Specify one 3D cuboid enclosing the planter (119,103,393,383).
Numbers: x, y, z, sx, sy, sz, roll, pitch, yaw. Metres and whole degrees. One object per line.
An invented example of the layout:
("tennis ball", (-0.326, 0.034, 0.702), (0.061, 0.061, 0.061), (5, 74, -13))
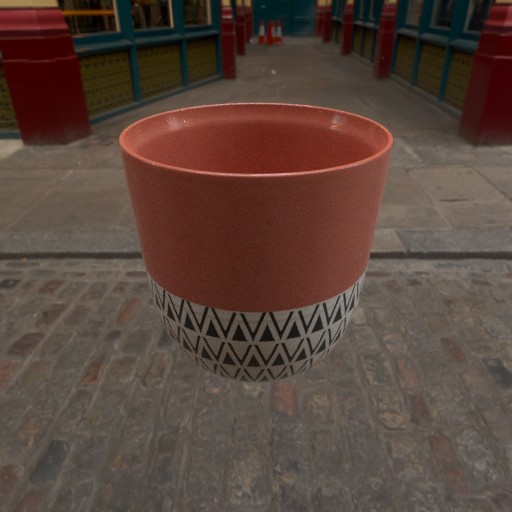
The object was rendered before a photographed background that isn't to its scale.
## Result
("planter", (0.000, 0.000, 0.378), (0.195, 0.214, 0.195), (0, 30, 0))
